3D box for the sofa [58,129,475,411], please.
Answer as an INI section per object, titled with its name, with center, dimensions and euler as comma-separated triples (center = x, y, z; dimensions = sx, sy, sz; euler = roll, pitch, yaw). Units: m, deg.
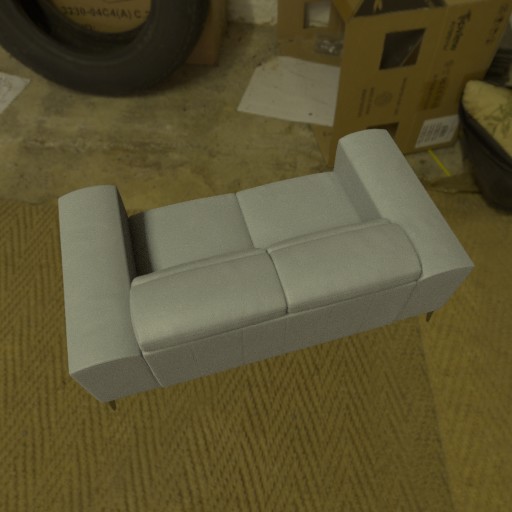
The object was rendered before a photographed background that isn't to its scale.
[sofa]
center = 0.000, 0.000, 2.389
dimensions = 1.895, 0.779, 1.003
euler = -14, 58, -9
